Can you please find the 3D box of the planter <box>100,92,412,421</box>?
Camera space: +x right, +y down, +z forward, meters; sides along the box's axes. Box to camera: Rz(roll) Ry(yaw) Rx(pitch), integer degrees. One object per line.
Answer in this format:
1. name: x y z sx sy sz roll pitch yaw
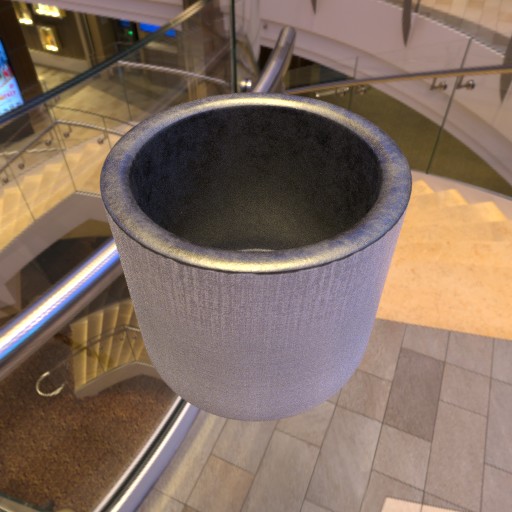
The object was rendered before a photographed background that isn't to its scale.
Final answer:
1. planter: 0.000 0.000 0.218 0.125 0.112 0.125 0 45 0
